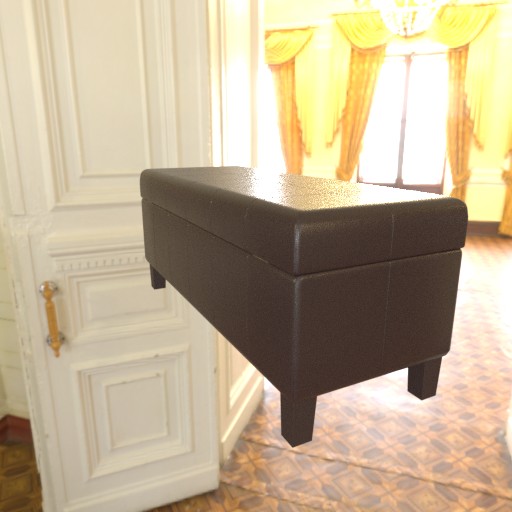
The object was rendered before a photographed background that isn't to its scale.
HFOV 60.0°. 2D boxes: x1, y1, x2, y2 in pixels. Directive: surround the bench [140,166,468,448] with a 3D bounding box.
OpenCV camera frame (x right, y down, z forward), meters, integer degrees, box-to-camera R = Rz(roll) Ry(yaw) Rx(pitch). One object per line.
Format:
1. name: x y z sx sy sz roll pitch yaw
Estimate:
1. bench: 0.000 0.000 1.324 0.429 0.457 1.092 -8 17 -26
